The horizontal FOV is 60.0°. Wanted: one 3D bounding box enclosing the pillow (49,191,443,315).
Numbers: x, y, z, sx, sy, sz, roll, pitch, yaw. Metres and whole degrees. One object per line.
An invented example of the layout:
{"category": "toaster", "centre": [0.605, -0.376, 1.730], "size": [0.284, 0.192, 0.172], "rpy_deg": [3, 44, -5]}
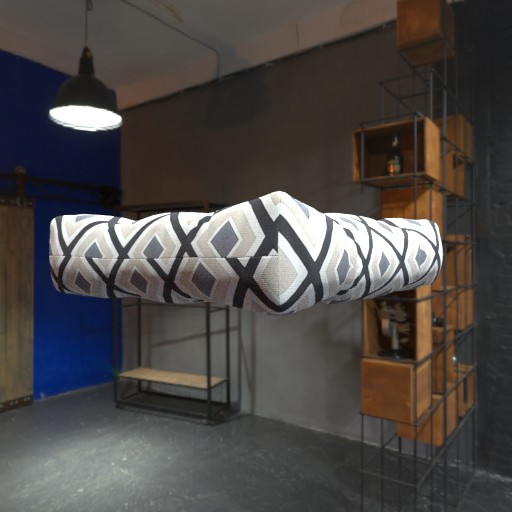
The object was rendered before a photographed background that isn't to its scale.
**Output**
{"category": "pillow", "centre": [0.000, 0.000, 0.725], "size": [0.468, 0.128, 0.490], "rpy_deg": [0, 0, 39]}
